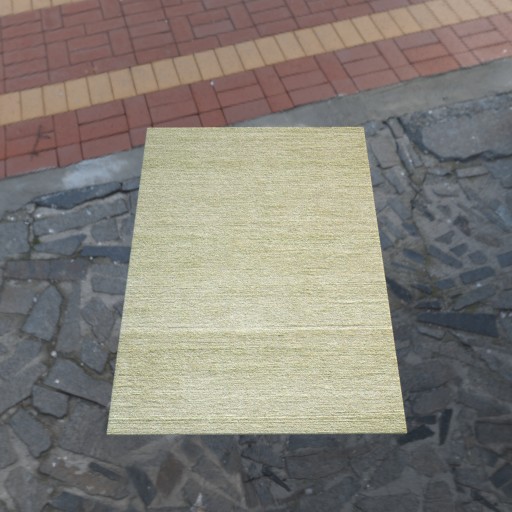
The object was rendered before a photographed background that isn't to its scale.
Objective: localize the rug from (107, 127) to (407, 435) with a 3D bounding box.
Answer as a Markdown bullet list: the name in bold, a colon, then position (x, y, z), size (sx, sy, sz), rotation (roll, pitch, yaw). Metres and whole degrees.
- **rug**: position (0.000, 0.000, 4.271), size (2.425, 0.016, 3.198), rotation (0, 64, 0)
